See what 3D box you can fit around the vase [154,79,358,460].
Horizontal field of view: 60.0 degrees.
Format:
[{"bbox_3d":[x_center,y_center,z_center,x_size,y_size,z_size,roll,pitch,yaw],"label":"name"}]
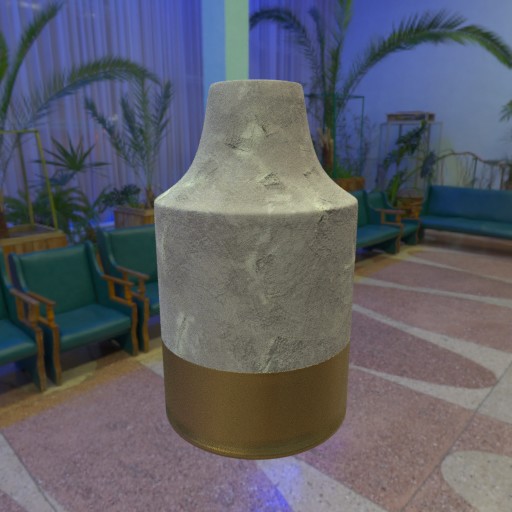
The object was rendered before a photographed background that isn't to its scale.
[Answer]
[{"bbox_3d":[0.000,0.000,0.421,0.184,0.305,0.184,0,15,0],"label":"vase"}]
